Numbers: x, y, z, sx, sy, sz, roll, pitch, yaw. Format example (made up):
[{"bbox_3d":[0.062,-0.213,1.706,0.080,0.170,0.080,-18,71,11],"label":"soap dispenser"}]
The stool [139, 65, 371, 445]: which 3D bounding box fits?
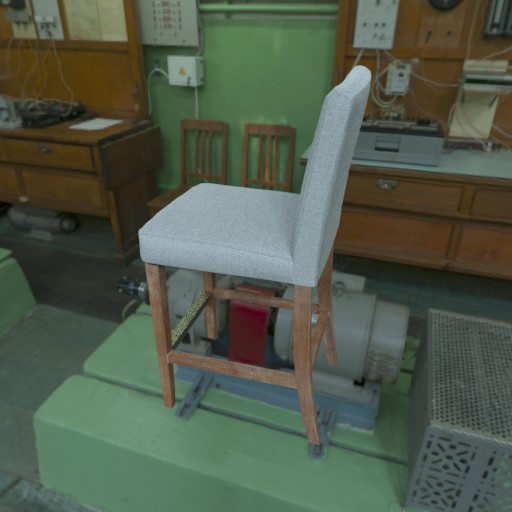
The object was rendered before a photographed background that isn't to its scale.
[{"bbox_3d":[0.000,0.000,1.400,0.570,1.088,0.439,9,30,15],"label":"stool"}]
